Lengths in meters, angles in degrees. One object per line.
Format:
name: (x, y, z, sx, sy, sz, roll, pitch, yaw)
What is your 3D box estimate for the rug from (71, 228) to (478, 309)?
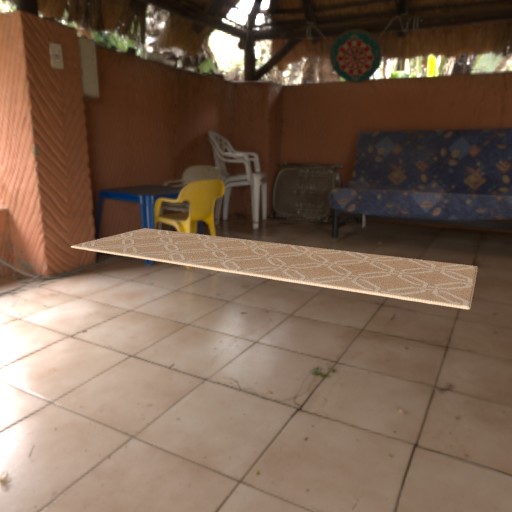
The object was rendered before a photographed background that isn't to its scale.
rug: (0.000, 0.000, 2.554, 2.276, 0.014, 0.678, 8, 16, 27)
